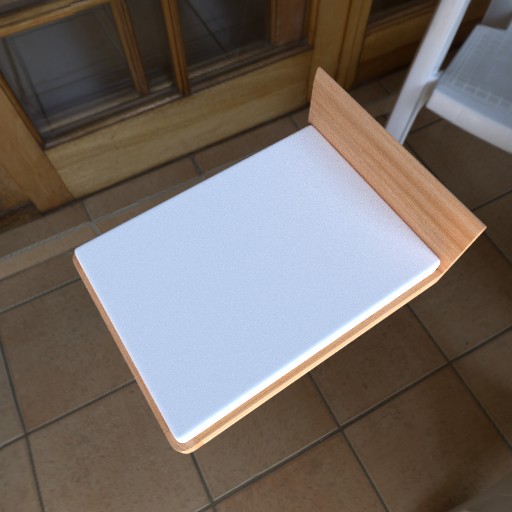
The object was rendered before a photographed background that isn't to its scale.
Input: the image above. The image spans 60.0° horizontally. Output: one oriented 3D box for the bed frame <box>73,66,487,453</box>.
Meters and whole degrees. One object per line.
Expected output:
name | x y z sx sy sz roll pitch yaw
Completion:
bed frame | 0.000 0.000 2.816 1.992 0.940 1.472 -31 67 -14
